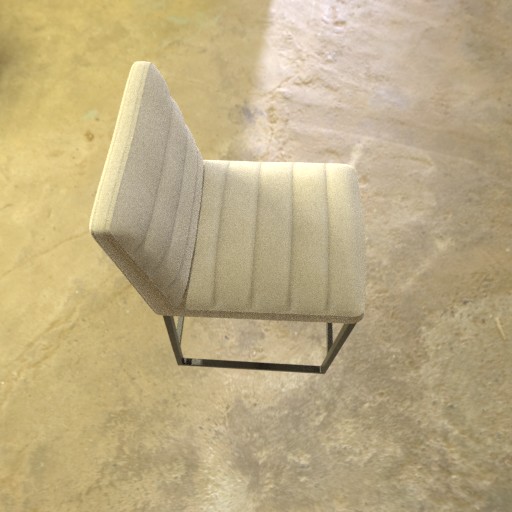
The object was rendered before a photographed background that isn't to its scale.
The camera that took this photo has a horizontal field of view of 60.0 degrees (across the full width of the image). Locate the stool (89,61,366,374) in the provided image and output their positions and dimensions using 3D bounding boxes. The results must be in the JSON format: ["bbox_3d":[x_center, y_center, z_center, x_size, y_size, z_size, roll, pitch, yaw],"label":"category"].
[{"bbox_3d":[0.000,0.000,1.278,0.567,0.971,0.459,3,63,2],"label":"stool"}]
